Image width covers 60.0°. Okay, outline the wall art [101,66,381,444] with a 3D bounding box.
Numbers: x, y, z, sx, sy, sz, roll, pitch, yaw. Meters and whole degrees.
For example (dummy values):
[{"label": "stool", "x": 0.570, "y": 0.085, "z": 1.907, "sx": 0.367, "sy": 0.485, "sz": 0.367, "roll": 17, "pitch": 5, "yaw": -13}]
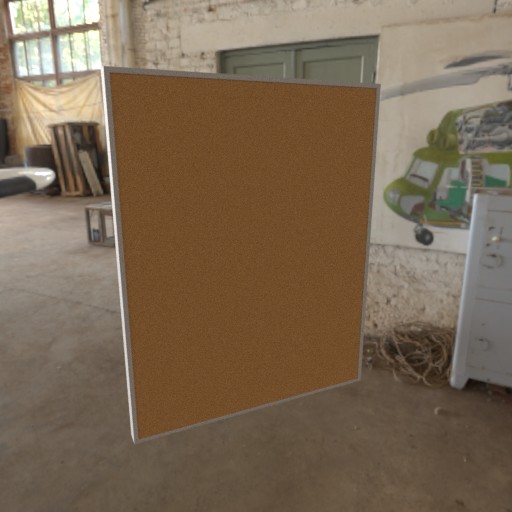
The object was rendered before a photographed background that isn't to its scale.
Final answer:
[{"label": "wall art", "x": 0.000, "y": 0.000, "z": 1.016, "sx": 0.611, "sy": 0.763, "sz": 0.055, "roll": -7, "pitch": 16, "yaw": -25}]
